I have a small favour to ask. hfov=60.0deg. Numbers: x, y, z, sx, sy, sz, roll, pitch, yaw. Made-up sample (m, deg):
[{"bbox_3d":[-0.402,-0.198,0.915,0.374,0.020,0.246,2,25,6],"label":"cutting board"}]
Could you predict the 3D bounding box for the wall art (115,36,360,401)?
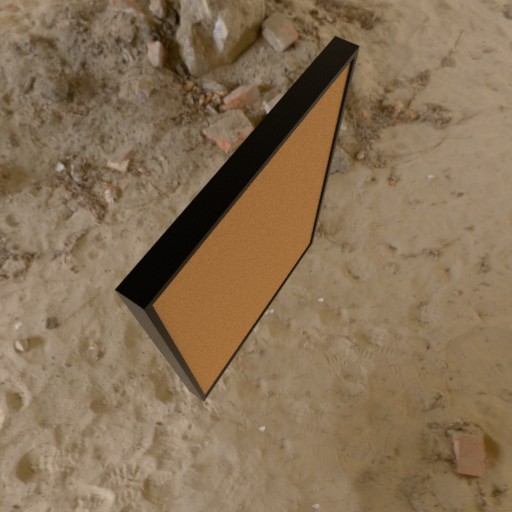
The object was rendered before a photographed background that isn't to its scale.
[{"bbox_3d":[0.000,0.000,0.764,0.039,0.553,0.451,30,67,14],"label":"wall art"}]
